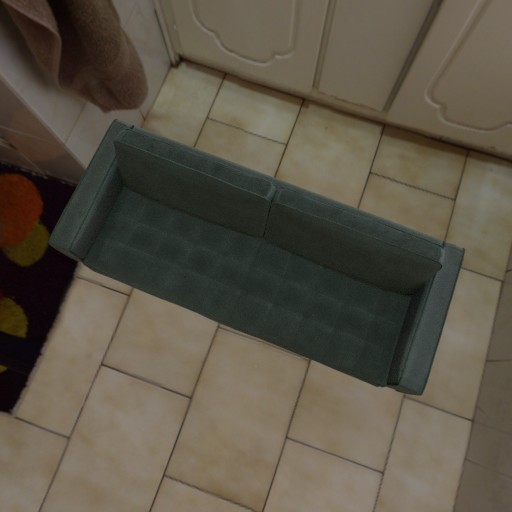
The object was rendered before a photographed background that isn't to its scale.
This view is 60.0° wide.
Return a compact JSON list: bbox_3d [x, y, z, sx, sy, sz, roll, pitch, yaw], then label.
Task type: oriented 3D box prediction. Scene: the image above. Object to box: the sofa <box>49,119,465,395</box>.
[{"bbox_3d":[0.000,0.000,2.653,2.214,0.781,0.886,21,77,5],"label":"sofa"}]
